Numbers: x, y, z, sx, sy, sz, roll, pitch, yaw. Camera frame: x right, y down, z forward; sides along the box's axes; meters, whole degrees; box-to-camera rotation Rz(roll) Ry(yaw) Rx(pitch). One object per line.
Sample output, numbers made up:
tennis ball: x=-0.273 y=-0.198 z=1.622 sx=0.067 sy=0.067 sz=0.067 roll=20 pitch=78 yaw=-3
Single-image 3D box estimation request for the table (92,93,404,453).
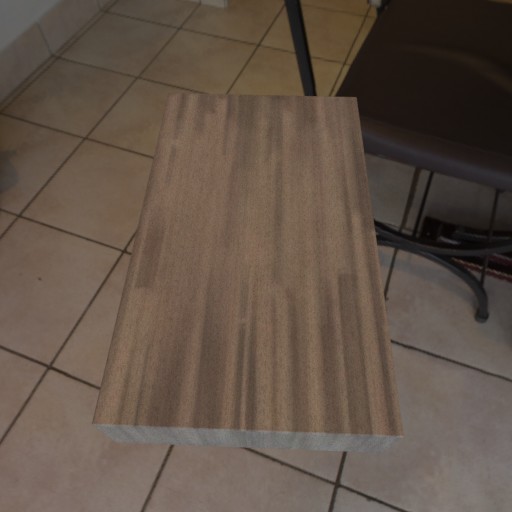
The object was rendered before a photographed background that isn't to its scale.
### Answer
table: x=0.000 y=0.000 z=1.351 sx=0.643 sy=0.347 sz=1.088 roll=2 pitch=56 yaw=1
